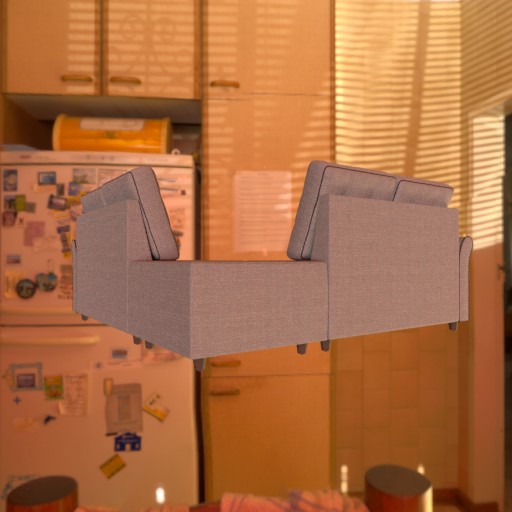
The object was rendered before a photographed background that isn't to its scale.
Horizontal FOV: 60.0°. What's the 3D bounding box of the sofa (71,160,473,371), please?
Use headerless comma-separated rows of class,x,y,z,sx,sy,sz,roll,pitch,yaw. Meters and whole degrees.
sofa,0.000,0.000,3.191,2.068,0.988,2.070,0,0,-35
